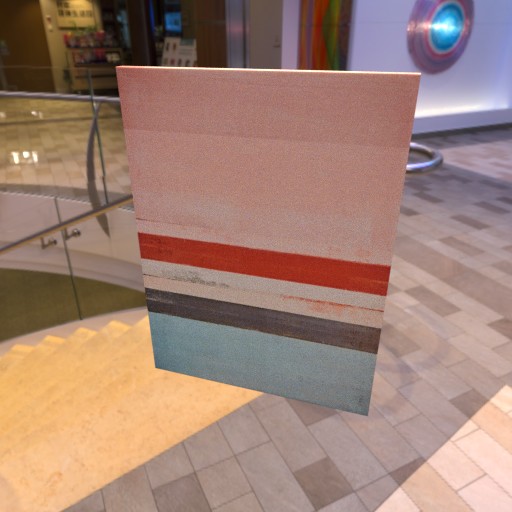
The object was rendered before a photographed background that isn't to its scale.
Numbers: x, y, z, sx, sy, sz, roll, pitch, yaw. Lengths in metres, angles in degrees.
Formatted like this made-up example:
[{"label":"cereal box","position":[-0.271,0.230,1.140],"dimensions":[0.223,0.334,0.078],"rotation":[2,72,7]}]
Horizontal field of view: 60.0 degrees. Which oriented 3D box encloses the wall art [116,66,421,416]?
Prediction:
[{"label":"wall art","position":[0.000,0.000,1.307],"dimensions":[0.761,1.016,0.039],"rotation":[8,28,16]}]
